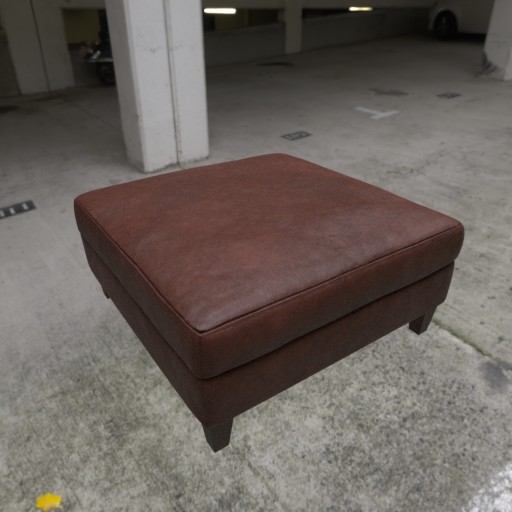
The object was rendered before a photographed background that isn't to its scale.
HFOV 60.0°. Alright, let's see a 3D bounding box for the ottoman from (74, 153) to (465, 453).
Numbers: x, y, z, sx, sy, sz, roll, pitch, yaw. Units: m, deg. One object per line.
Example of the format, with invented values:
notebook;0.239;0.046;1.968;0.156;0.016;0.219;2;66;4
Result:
ottoman;0.000;0.000;1.337;0.836;0.415;0.844;-19;35;-30
